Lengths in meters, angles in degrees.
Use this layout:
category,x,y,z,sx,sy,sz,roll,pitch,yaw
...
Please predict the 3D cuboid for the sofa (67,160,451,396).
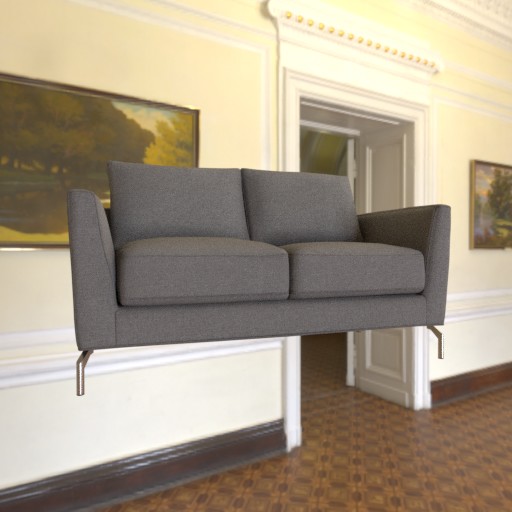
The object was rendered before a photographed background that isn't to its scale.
category,x,y,z,sx,sy,sz,roll,pitch,yaw
sofa,0.000,0.000,2.091,1.594,0.924,0.803,0,1,-19
